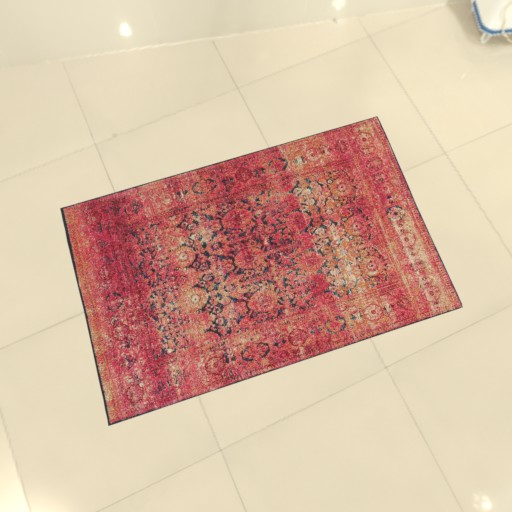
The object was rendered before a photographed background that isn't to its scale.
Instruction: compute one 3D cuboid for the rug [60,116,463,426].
[{"bbox_3d":[0.000,0.000,3.072,2.449,0.018,1.539,-17,75,-5],"label":"rug"}]
